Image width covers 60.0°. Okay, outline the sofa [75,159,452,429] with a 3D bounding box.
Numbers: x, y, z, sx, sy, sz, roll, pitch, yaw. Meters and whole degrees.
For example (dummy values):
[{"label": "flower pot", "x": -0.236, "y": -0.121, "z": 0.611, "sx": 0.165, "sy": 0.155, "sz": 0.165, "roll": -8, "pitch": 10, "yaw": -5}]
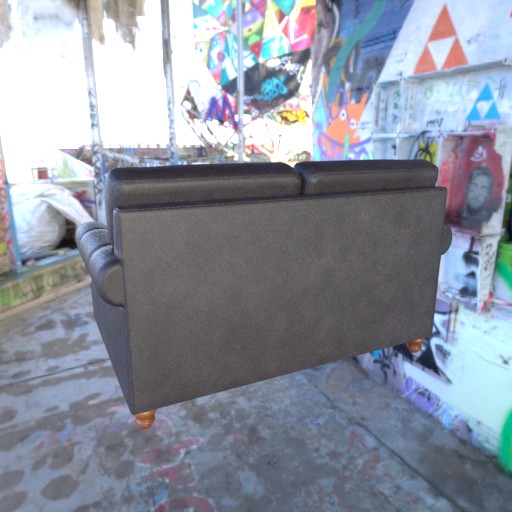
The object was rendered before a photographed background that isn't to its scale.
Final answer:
[{"label": "sofa", "x": 0.000, "y": 0.000, "z": 2.274, "sx": 1.663, "sy": 0.979, "sz": 1.030, "roll": -7, "pitch": 16, "yaw": -26}]
